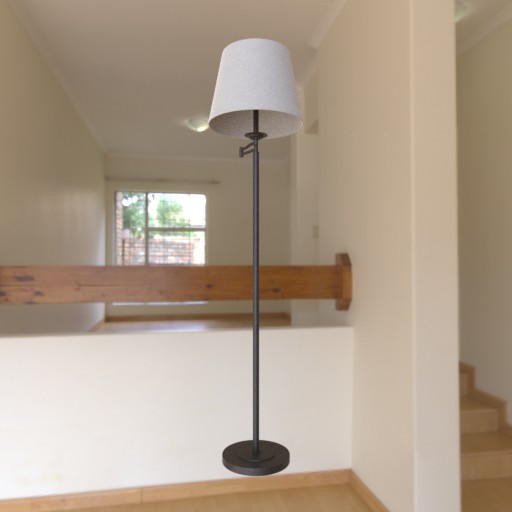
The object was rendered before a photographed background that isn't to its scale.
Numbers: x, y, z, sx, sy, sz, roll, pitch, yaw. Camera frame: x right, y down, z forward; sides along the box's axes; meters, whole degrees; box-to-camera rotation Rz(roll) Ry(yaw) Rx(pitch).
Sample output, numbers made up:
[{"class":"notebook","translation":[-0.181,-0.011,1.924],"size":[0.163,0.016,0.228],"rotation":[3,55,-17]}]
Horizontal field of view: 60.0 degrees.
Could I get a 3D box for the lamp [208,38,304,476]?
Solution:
[{"class":"lamp","translation":[0.000,0.000,1.613],"size":[0.348,1.473,0.348],"rotation":[1,-1,-35]}]
